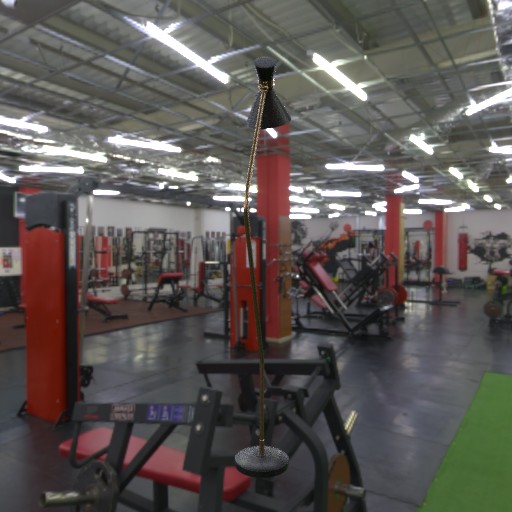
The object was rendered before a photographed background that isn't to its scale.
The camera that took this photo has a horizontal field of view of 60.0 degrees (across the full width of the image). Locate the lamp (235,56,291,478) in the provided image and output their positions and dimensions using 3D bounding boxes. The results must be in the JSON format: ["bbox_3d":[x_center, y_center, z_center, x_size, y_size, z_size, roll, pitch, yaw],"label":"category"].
[{"bbox_3d":[0.000,0.000,1.574,0.277,1.438,0.467,0,1,36],"label":"lamp"}]
